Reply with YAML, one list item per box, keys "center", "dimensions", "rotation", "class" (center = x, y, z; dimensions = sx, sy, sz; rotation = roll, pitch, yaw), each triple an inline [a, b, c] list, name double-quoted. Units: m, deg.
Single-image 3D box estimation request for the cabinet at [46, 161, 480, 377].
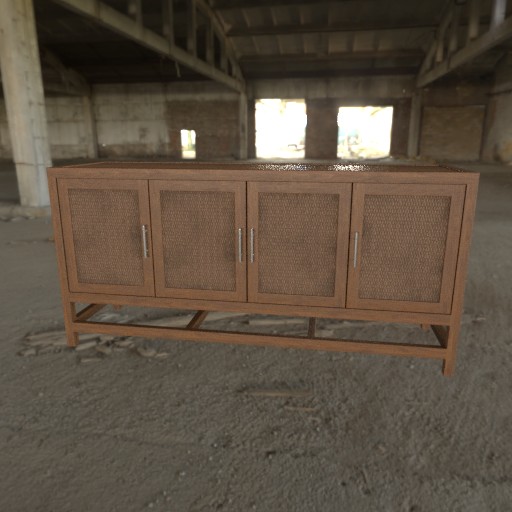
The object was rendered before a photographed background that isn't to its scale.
- center: [0.000, 0.000, 2.058]
  dimensions: [1.708, 0.820, 0.522]
  rotation: [2, 15, 9]
  class: "cabinet"
